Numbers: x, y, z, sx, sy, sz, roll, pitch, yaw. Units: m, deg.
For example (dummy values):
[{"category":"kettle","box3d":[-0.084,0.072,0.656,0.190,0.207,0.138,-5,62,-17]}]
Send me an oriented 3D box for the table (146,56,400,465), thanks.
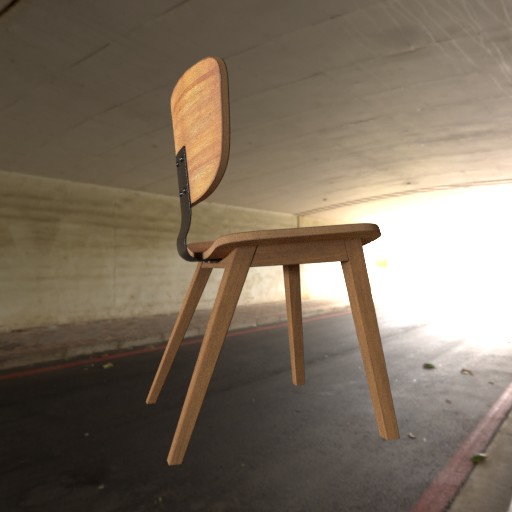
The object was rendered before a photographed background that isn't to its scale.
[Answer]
[{"category":"table","box3d":[0.000,0.000,1.129,0.500,0.805,0.499,0,-1,-20]}]
